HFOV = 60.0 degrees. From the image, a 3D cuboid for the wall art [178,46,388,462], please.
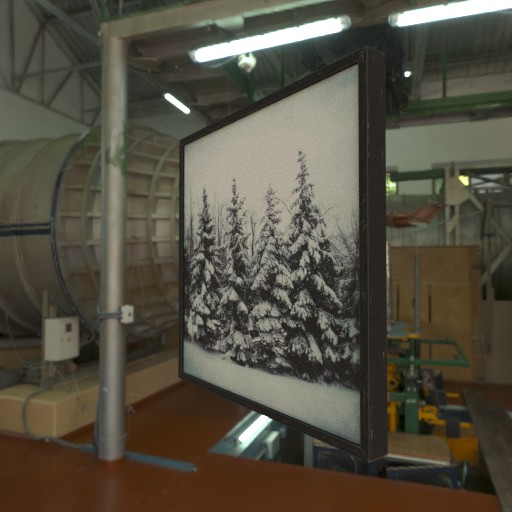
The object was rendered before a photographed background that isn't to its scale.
[{"bbox_3d":[0.000,0.000,0.751,0.036,0.506,0.506,1,-2,-36],"label":"wall art"}]
